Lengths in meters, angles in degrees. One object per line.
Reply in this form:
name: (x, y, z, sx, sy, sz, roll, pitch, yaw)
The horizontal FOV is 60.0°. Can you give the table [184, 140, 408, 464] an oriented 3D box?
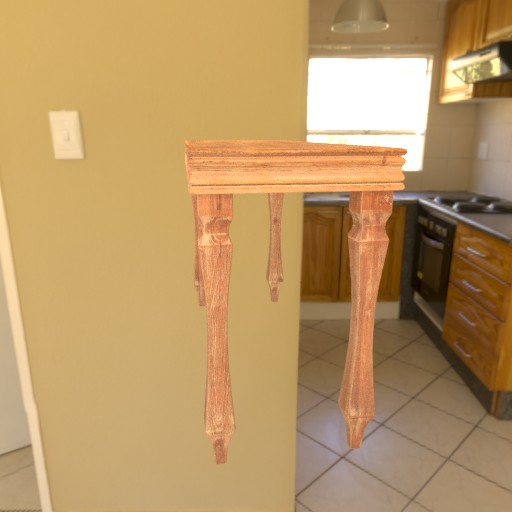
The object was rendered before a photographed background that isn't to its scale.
table: (0.000, 0.000, 1.765, 0.522, 0.873, 1.330, -2, 16, -9)
